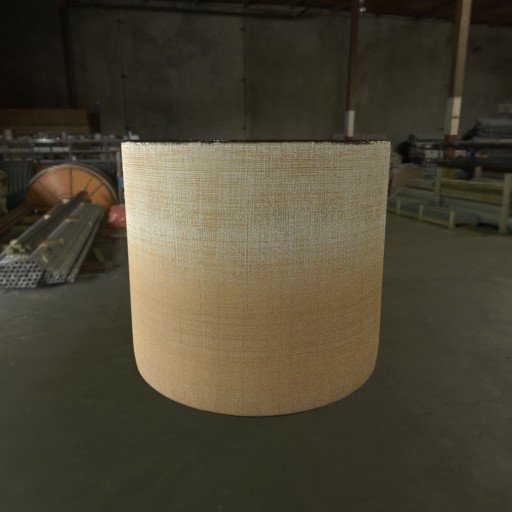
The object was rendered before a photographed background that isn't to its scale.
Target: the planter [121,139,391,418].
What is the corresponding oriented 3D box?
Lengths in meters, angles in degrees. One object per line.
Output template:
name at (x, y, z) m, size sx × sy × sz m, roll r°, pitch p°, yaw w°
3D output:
planter at (0.000, 0.000, 0.396) m, size 0.221 × 0.201 × 0.221 m, roll 0°, pitch 15°, yaw 0°
